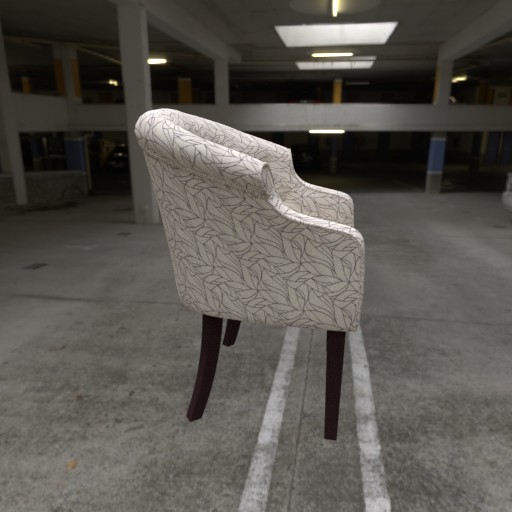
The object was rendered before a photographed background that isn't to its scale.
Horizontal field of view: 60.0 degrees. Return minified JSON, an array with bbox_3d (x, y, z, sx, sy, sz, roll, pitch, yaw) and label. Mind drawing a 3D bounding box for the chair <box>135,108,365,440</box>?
[{"bbox_3d":[0.000,0.000,1.357,0.613,0.858,0.686,3,17,9],"label":"chair"}]
